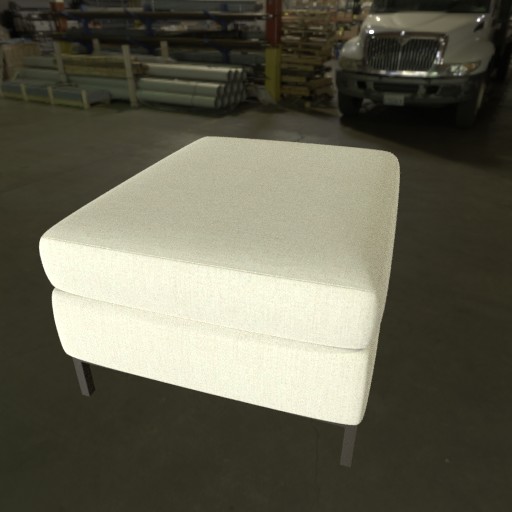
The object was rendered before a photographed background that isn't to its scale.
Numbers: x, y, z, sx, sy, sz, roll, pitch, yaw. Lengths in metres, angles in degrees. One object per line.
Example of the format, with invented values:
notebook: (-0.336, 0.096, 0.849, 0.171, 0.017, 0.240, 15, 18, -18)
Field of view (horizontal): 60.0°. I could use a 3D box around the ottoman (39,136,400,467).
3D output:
ottoman: (0.000, 0.000, 1.147, 0.657, 0.453, 0.794, 9, 30, 15)
